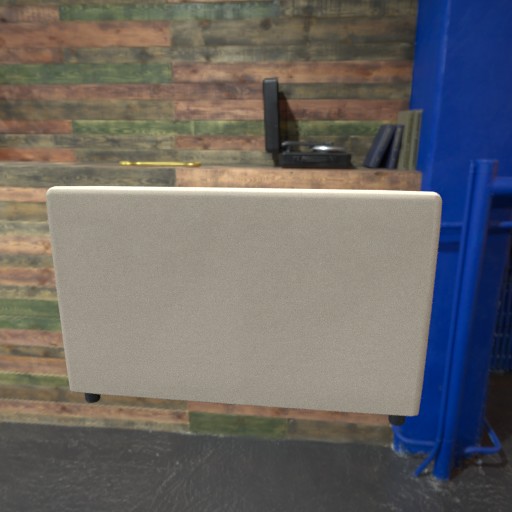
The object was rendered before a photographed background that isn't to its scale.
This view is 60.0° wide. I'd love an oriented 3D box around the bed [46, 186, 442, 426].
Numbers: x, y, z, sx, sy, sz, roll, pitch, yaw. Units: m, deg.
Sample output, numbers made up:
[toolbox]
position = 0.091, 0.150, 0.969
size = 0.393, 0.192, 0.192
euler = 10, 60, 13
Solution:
[bed]
position = 0.000, 0.000, 3.487
size = 2.119, 1.317, 2.319
euler = 2, 15, 7
